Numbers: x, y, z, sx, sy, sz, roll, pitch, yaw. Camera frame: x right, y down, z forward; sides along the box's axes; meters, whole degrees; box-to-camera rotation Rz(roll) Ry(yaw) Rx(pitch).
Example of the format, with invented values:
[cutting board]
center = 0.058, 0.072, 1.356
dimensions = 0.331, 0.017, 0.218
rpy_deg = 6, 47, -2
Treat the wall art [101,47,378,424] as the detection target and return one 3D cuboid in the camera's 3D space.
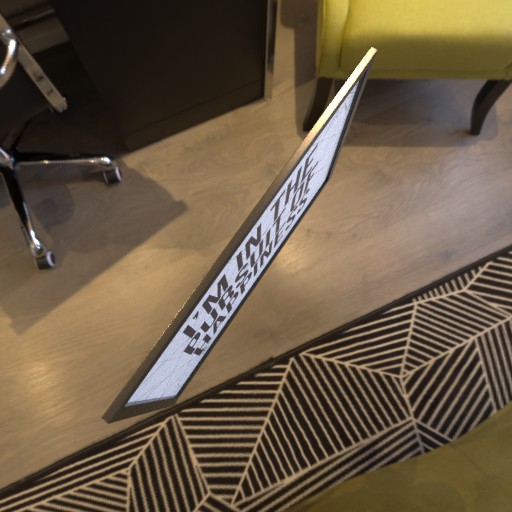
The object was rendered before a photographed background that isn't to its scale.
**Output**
[wall art]
center = 0.000, 0.000, 1.029
dimensions = 0.015, 0.552, 0.819
rpy_deg = 33, 77, 9
